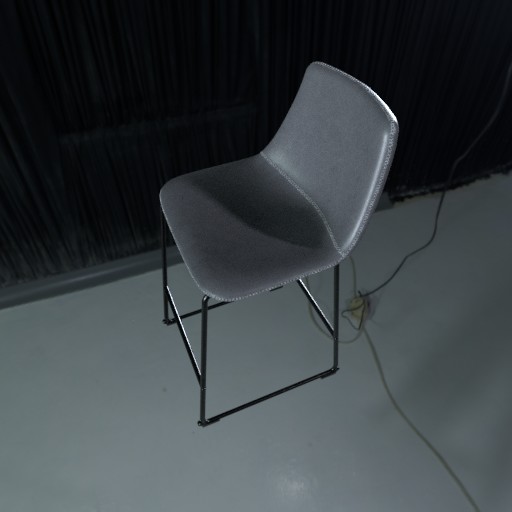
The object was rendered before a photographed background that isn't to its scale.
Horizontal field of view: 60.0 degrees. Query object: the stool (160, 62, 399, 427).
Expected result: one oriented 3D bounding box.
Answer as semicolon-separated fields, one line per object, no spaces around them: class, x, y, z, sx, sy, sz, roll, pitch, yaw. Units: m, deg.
stool;0.000;0.000;1.219;0.546;0.876;0.470;-17;48;-16
